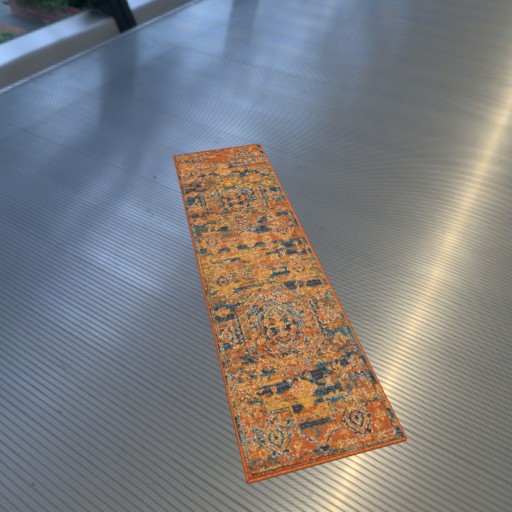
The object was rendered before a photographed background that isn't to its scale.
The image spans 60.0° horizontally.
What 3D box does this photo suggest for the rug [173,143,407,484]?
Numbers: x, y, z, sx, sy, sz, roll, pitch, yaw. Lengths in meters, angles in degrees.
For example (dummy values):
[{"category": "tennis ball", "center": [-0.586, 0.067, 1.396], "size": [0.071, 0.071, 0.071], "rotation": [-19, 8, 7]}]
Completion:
[{"category": "rug", "center": [0.000, 0.000, 2.460], "size": [0.651, 0.016, 2.274], "rotation": [-10, 46, -10]}]
